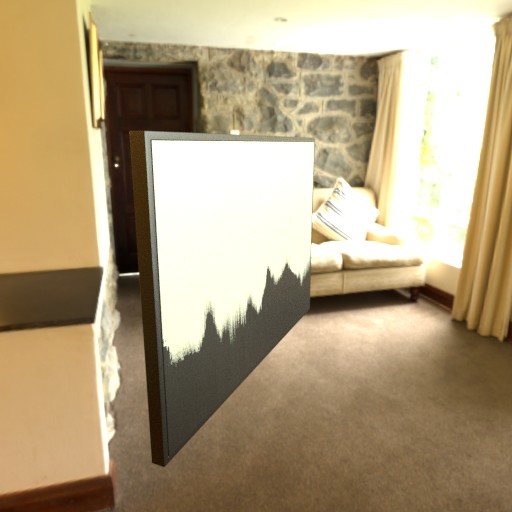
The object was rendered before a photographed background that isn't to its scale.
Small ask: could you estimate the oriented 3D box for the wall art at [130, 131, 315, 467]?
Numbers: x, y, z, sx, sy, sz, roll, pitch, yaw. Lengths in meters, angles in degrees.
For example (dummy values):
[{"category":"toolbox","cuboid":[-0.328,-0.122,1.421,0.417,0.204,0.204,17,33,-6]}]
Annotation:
[{"category":"wall art","cuboid":[0.000,0.000,0.850,0.022,0.446,0.659,6,16,23]}]
